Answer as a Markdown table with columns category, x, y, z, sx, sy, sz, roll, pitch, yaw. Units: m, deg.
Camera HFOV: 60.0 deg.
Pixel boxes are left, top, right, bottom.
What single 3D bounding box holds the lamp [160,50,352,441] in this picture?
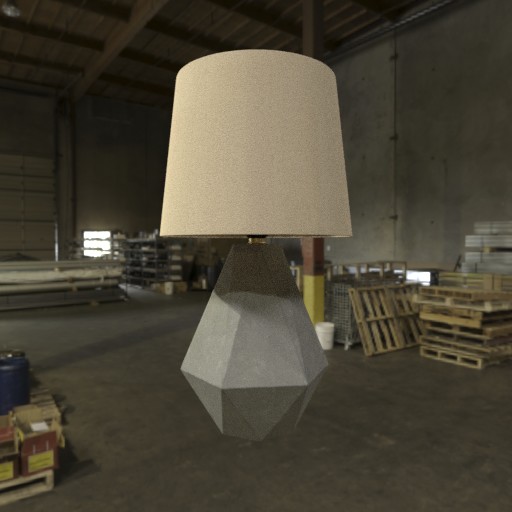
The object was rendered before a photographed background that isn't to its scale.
| category | x | y | z | sx | sy | sz | roll | pitch | yaw |
| --- | --- | --- | --- | --- | --- | --- | --- | --- | --- |
| lamp | 0.000 | 0.000 | 0.652 | 0.276 | 0.501 | 0.276 | 0 | 1 | 0 |
